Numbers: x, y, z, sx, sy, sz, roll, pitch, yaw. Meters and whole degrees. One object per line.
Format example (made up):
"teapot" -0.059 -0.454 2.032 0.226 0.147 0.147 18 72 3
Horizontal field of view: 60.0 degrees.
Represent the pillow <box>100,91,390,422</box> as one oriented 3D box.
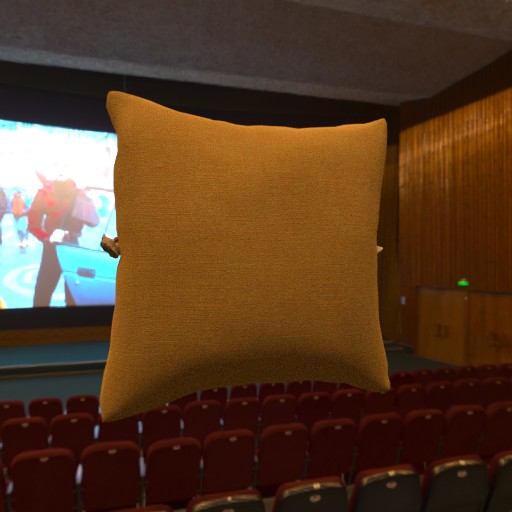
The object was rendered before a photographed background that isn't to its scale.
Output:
"pillow" 0.000 0.000 0.728 0.485 0.481 0.167 0 1 -17
